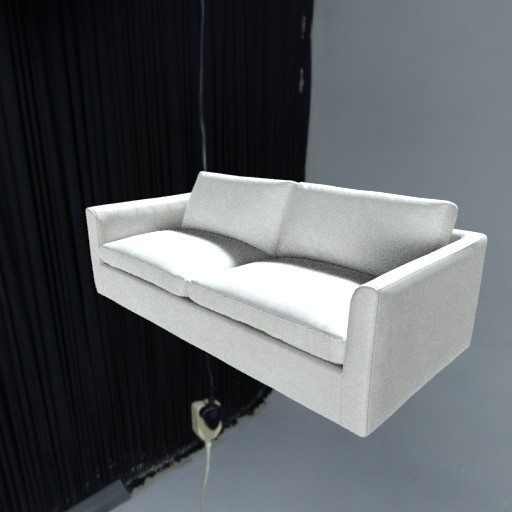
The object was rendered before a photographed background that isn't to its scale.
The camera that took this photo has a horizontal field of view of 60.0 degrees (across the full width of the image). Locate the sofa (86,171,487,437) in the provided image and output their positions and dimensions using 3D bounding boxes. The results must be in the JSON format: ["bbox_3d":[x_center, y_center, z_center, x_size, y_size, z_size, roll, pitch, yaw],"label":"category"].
[{"bbox_3d":[0.000,0.000,2.684,1.090,0.838,2.588,-16,22,-43],"label":"sofa"}]
